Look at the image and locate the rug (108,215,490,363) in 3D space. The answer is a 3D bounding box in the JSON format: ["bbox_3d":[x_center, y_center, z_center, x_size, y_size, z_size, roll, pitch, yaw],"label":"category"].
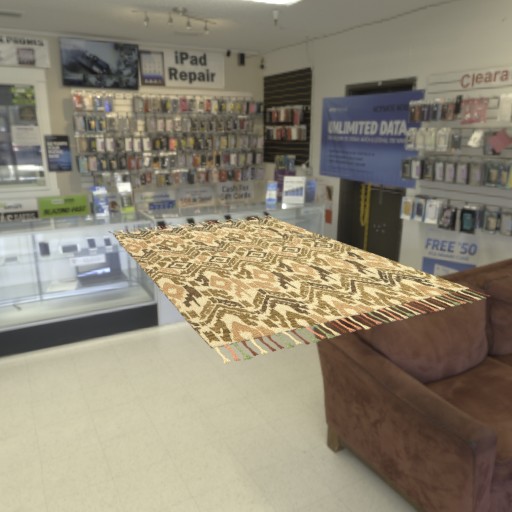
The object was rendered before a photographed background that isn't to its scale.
[{"bbox_3d":[0.000,0.000,2.974,1.524,0.008,2.438,-8,18,-26],"label":"rug"}]
